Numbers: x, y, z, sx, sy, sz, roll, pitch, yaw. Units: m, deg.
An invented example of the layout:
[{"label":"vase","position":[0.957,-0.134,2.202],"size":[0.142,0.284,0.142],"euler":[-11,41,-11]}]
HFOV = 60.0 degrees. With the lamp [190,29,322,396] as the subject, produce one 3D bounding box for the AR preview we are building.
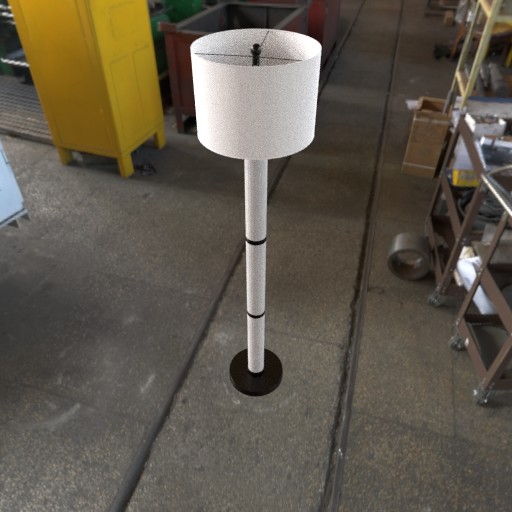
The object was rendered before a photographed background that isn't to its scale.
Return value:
[{"label":"lamp","position":[0.000,0.000,1.788],"size":[0.377,1.599,0.377],"euler":[-12,42,-13]}]
